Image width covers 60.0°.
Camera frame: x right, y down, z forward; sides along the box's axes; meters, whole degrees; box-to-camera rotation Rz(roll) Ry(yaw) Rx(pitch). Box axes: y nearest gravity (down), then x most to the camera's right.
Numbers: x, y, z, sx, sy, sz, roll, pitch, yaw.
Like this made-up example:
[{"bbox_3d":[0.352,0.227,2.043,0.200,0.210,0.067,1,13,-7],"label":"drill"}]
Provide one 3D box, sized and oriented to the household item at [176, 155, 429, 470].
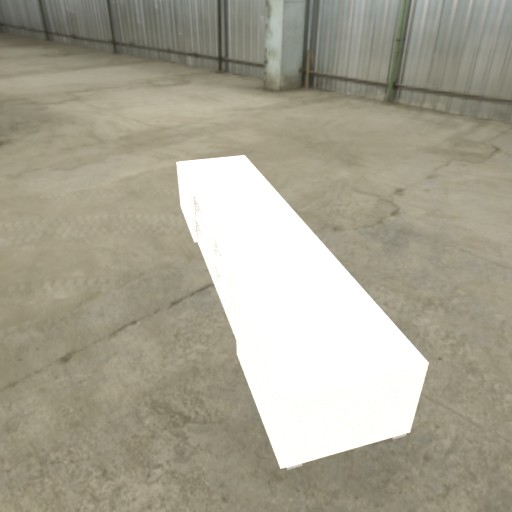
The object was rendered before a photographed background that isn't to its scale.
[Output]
[{"bbox_3d":[0.000,0.000,1.992,0.420,0.310,1.850,-9,32,-15],"label":"household item"}]
